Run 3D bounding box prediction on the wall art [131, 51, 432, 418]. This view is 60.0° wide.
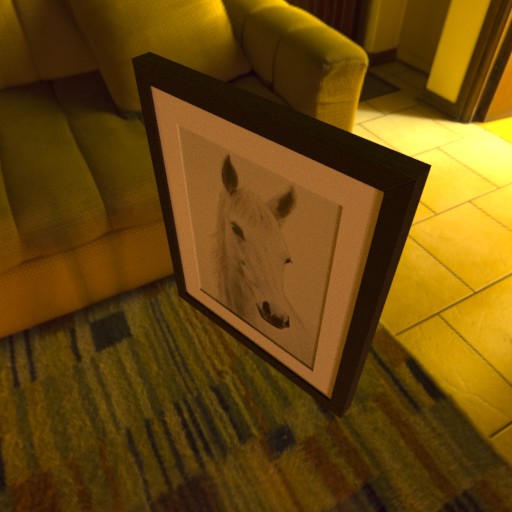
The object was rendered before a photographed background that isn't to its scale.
[{"bbox_3d":[0.000,0.000,0.754,0.455,0.552,0.034,32,54,27],"label":"wall art"}]
